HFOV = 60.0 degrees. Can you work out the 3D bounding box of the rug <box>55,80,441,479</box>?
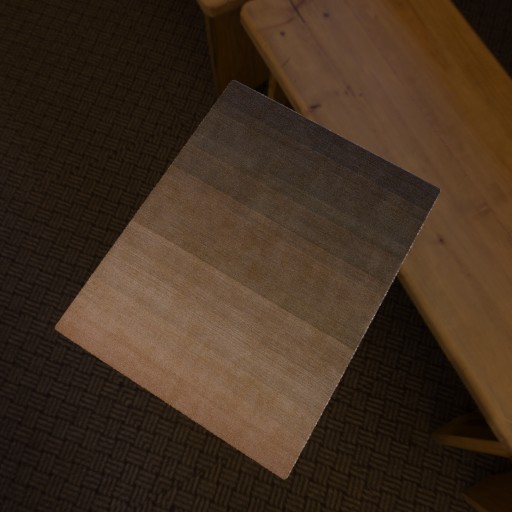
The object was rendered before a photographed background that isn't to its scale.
[{"bbox_3d":[0.000,0.000,3.966,2.305,0.017,2.902,30,77,8],"label":"rug"}]
